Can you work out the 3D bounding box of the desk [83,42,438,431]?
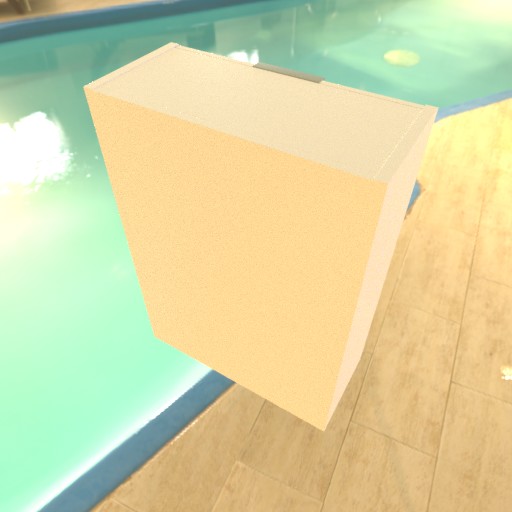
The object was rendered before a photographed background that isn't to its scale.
[{"bbox_3d":[0.000,0.000,1.579,0.850,1.190,0.390,23,50,21],"label":"desk"}]
